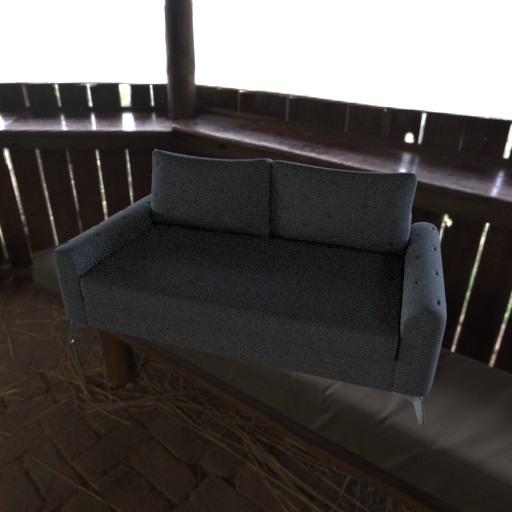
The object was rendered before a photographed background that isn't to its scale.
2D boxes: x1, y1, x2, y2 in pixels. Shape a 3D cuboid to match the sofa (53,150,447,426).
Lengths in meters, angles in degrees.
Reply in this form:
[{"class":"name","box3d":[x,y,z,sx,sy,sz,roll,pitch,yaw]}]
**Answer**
[{"class":"sofa","box3d":[0.000,0.000,2.110,1.650,0.790,0.920,8,27,16]}]
